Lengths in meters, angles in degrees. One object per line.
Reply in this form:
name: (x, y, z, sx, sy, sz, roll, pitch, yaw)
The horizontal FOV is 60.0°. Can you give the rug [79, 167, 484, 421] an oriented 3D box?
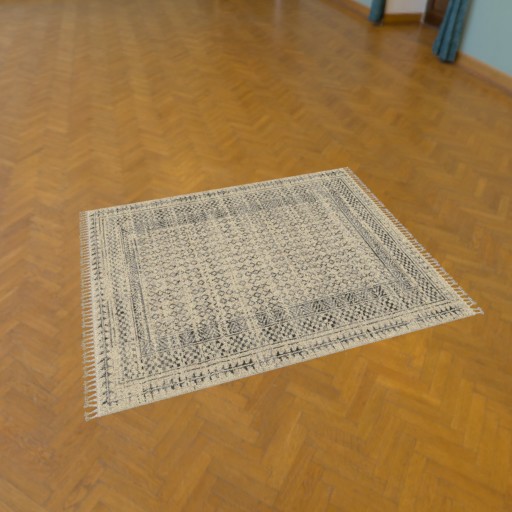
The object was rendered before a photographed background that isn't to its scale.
rug: (0.000, 0.000, 3.857, 2.940, 0.013, 2.312, -12, 42, -13)
